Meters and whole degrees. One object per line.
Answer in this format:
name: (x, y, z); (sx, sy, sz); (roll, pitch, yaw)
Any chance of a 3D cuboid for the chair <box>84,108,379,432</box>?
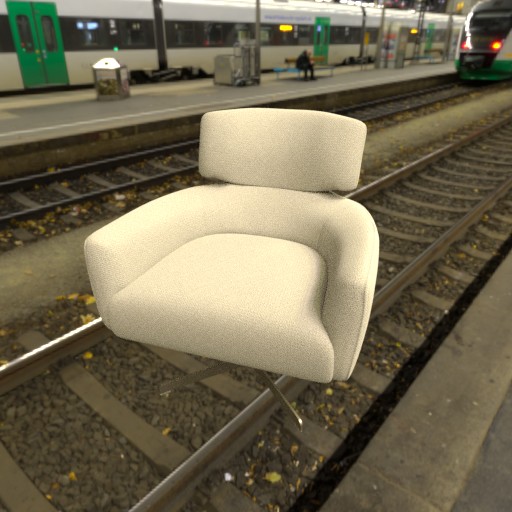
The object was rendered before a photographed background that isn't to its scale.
chair: (0.000, 0.000, 1.408); (0.760, 0.810, 0.730); (8, 27, 17)
